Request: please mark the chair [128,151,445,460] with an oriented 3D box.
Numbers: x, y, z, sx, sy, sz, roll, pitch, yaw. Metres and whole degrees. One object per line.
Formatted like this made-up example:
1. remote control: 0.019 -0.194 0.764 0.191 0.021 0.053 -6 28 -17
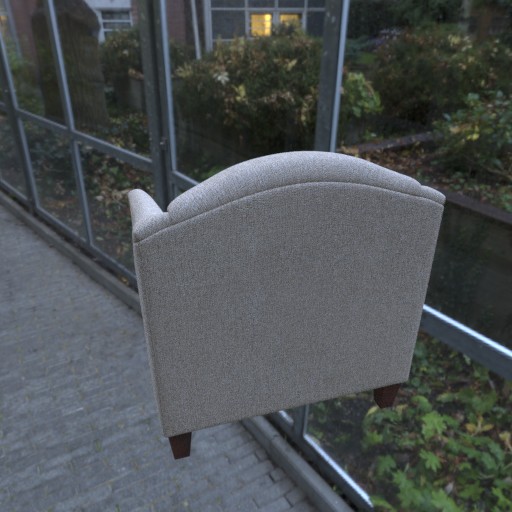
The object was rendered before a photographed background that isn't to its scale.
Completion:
1. chair: 0.000 0.000 1.454 0.763 0.839 0.787 -8 28 -15
